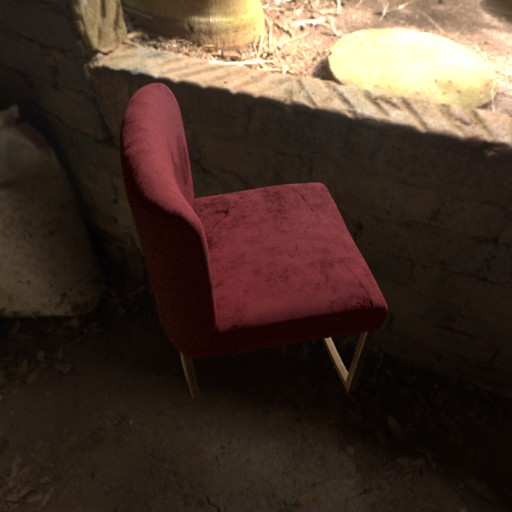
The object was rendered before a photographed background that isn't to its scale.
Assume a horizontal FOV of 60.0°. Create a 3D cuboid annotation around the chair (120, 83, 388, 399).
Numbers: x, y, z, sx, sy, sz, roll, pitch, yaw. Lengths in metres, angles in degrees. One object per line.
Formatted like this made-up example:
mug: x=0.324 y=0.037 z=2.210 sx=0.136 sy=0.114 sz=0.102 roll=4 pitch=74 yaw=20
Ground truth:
chair: x=0.000 y=0.000 z=1.200 sx=0.560 sy=0.824 sz=0.530 roll=-9 pitch=48 yaw=-8
